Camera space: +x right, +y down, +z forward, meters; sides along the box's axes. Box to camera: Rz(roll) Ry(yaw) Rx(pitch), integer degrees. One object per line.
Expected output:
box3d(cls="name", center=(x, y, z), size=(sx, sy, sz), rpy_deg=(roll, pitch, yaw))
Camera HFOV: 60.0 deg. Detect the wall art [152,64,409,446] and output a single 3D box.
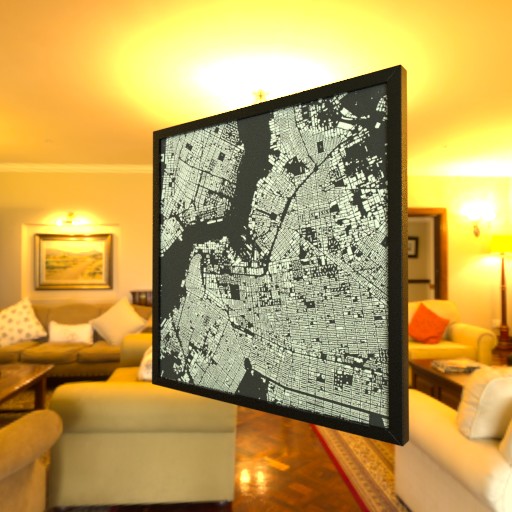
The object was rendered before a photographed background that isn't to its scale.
box3d(cls="wall art", center=(0.000, 0.000, 1.122), size=(0.755, 0.761, 0.038), rpy_deg=(-1, -1, 37))
